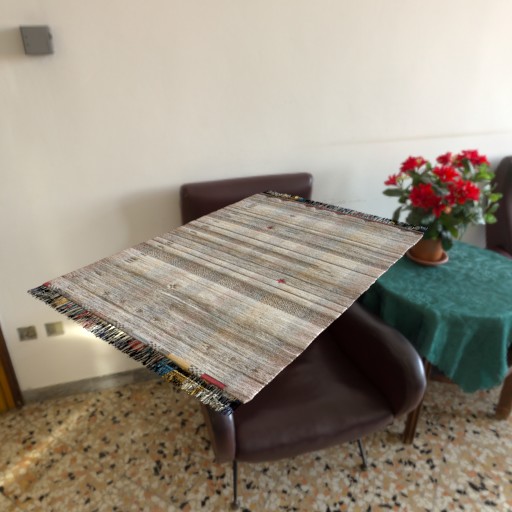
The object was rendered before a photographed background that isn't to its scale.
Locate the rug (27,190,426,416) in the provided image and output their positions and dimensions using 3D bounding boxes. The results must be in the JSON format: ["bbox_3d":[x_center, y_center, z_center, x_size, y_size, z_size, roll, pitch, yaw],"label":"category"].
[{"bbox_3d":[0.000,0.000,2.311,1.217,0.012,1.848,19,33,33],"label":"rug"}]
